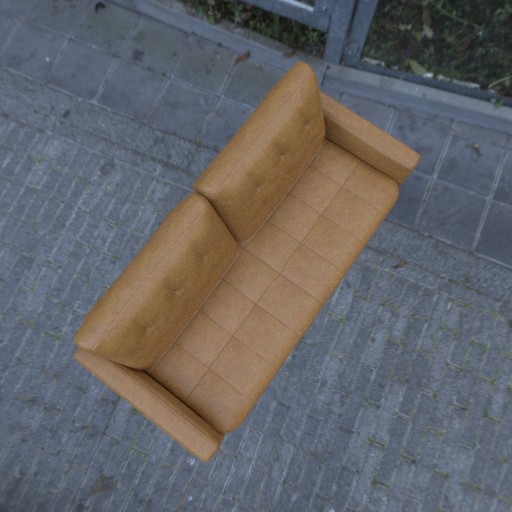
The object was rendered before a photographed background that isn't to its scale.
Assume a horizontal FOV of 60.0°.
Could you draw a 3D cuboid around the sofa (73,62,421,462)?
[{"bbox_3d":[0.000,0.000,2.247,0.850,0.898,1.821,35,79,8],"label":"sofa"}]
